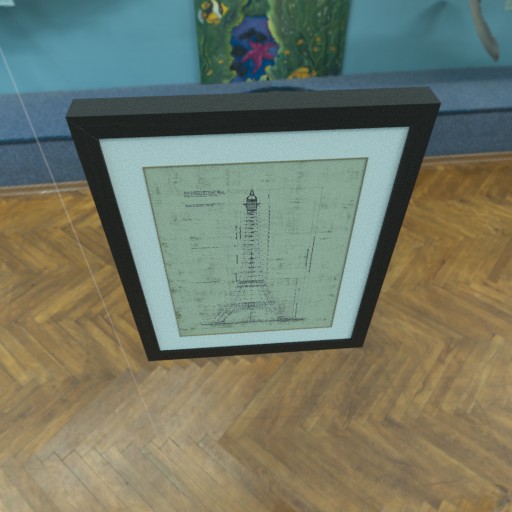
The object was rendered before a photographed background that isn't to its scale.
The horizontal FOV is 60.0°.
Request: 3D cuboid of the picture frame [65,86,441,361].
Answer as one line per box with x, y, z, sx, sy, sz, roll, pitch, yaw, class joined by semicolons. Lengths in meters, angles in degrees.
0.000;0.000;0.748;0.452;0.555;0.044;-3;47;-3;picture frame
